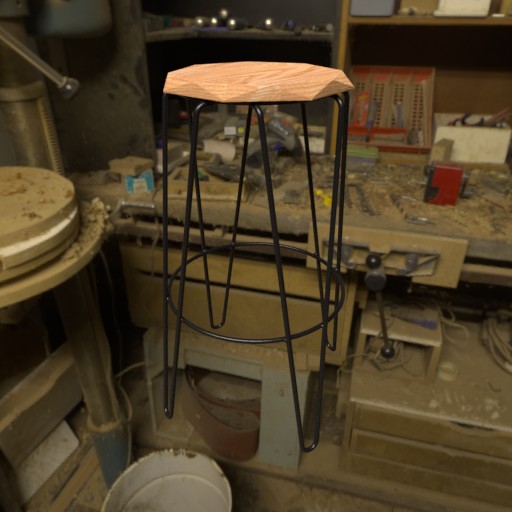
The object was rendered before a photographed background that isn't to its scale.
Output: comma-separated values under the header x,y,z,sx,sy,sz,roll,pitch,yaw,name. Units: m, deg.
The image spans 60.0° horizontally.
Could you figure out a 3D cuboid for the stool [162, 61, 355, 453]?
x,y,z,sx,sy,sz,roll,pitch,yaw,name
0.000,0.000,0.789,0.326,0.610,0.326,8,31,14,stool
